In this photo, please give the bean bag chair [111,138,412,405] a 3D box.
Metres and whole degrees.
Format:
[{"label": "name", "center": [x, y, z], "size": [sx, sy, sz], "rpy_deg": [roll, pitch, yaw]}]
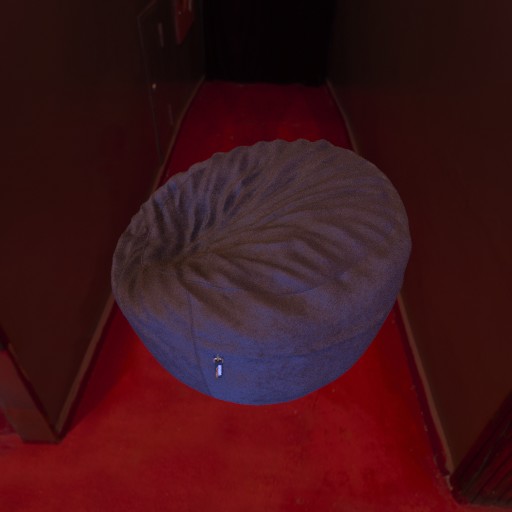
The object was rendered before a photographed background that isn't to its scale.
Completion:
[{"label": "bean bag chair", "center": [0.000, 0.000, 2.032], "size": [1.245, 0.821, 1.245], "rpy_deg": [0, 42, 0]}]
